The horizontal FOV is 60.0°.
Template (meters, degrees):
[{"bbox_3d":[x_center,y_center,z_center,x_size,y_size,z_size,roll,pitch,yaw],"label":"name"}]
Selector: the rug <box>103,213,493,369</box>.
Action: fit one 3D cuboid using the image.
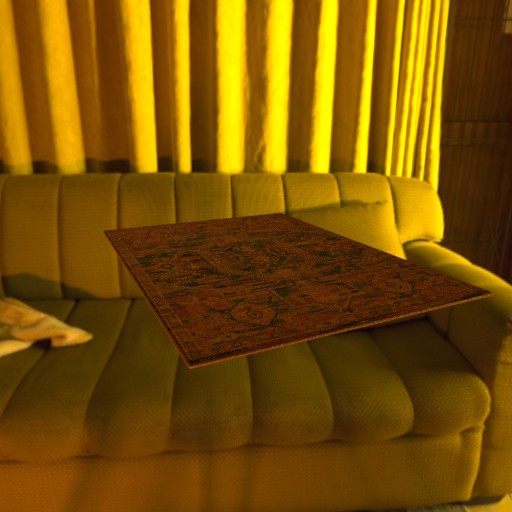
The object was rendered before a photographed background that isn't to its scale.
[{"bbox_3d":[0.000,0.000,2.843,1.588,0.024,2.204,-8,19,-25],"label":"rug"}]
